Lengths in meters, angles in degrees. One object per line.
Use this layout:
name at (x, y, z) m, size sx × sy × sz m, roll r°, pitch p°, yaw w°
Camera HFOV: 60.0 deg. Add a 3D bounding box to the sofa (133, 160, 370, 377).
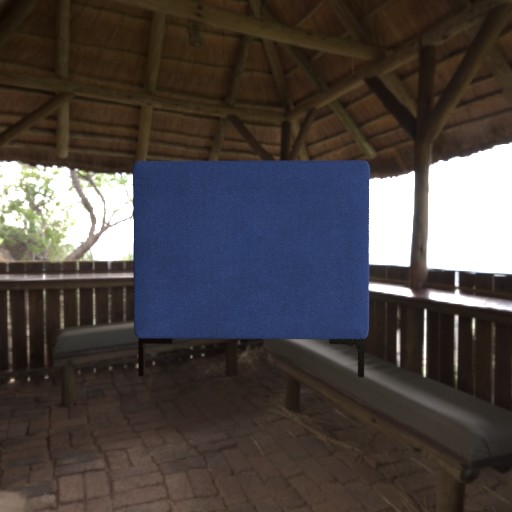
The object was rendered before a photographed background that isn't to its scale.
sofa at (0.000, 0.000, 2.252) m, size 0.686 × 0.635 × 1.981 m, roll 0°, pitch 2°, yaw 1°
